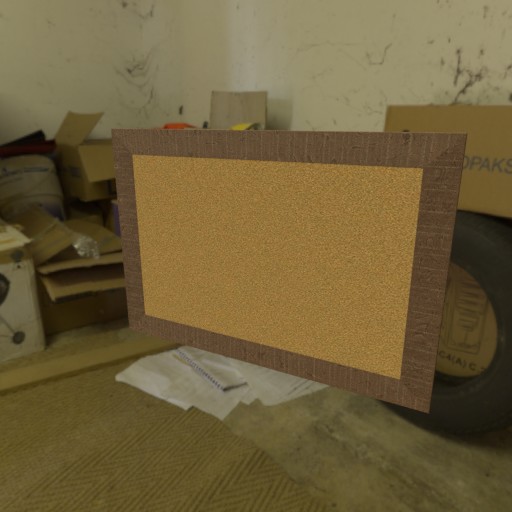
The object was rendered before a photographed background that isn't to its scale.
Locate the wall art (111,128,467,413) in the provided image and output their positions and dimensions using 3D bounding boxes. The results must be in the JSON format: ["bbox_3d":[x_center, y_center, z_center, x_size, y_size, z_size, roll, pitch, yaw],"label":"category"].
[{"bbox_3d":[0.000,0.000,1.148,0.917,0.626,0.019,9,19,27],"label":"wall art"}]
